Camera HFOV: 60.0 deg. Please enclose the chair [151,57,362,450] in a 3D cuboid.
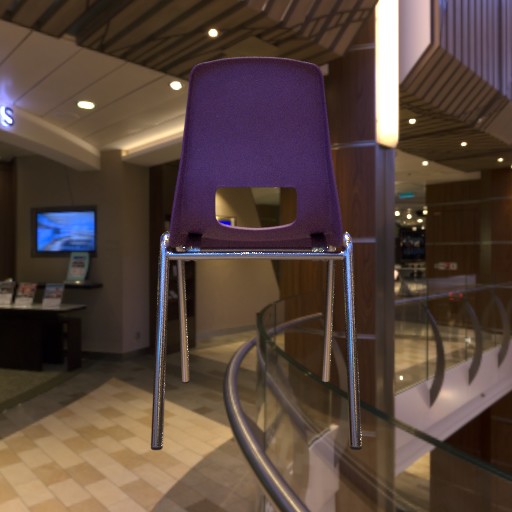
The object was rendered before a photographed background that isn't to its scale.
[{"bbox_3d":[0.000,0.000,0.936,0.381,0.654,0.432,0,0,0],"label":"chair"}]
